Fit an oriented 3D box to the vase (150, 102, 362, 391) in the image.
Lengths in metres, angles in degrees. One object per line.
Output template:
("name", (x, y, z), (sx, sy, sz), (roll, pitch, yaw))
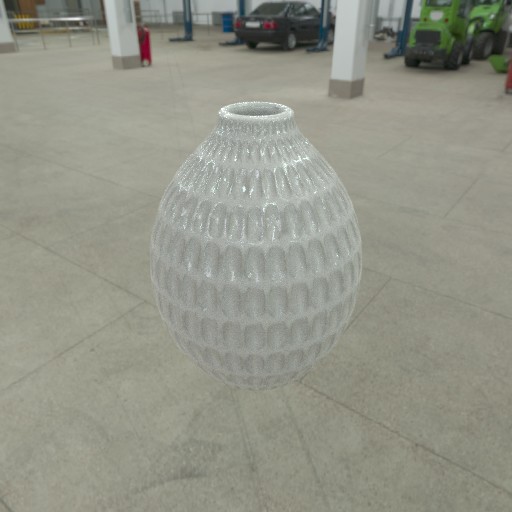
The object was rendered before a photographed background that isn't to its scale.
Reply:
("vase", (0.000, 0.000, 0.345), (0.162, 0.223, 0.162), (0, 30, 0))
